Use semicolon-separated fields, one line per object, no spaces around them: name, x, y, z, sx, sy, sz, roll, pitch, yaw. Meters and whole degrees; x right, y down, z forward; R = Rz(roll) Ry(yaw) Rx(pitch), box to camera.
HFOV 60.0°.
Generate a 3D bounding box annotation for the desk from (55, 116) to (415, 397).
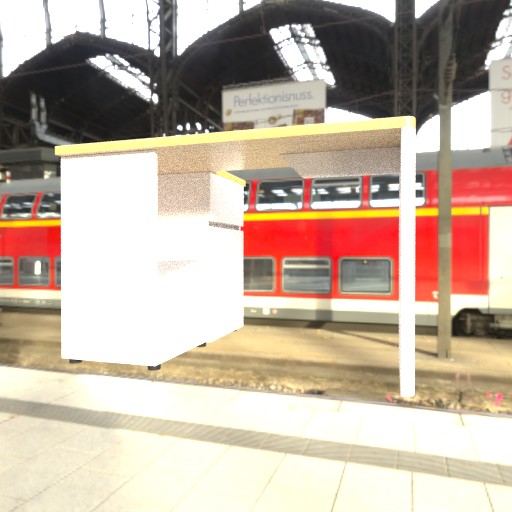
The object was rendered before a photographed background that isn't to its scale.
desk;0.000;0.000;1.785;1.170;0.760;0.900;0;1;17
